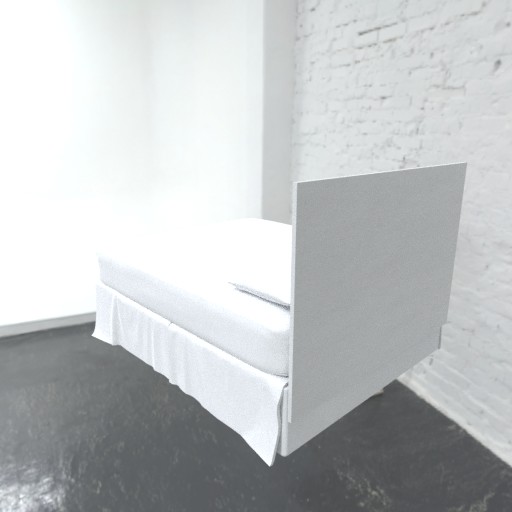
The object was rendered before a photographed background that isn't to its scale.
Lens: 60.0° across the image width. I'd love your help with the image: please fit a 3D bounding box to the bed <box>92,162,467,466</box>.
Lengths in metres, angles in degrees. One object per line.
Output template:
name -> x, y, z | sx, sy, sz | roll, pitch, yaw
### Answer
bed -> 0.000, 0.000, 3.154 | 1.745, 1.335, 2.094 | -15, 22, -41
